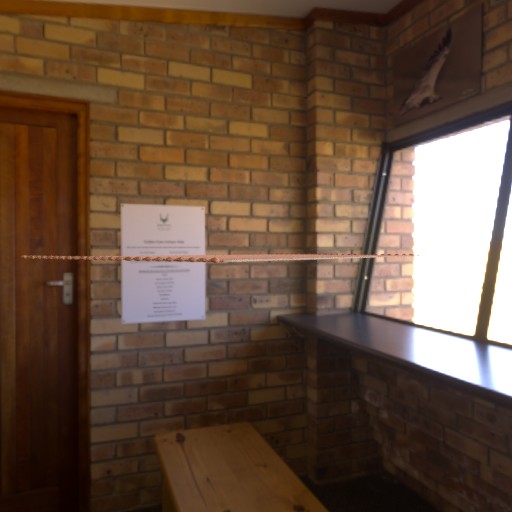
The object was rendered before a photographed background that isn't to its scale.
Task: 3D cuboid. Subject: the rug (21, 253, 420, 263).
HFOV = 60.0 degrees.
[{"bbox_3d":[0.000,0.000,2.545,1.232,0.017,2.092,0,1,37],"label":"rug"}]
